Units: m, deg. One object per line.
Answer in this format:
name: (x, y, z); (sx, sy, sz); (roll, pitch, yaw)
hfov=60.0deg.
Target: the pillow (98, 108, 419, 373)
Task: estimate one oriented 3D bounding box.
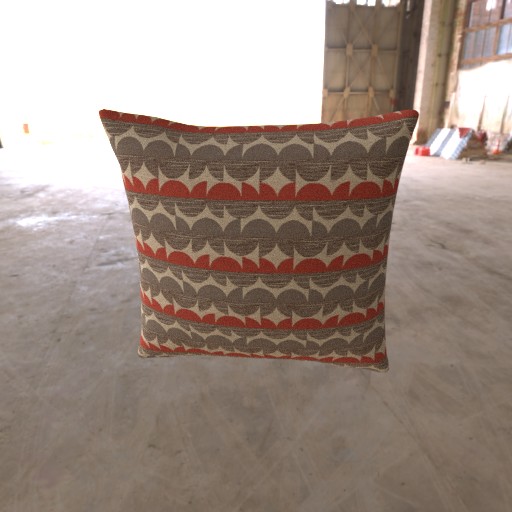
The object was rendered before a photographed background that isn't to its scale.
pillow: (0.000, 0.000, 0.649); (0.420, 0.410, 0.180); (3, 19, 8)
